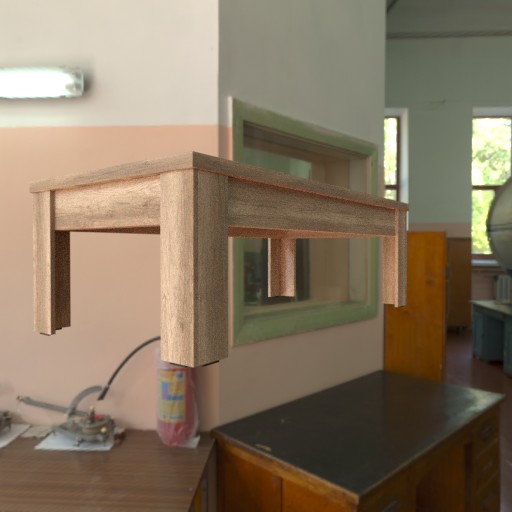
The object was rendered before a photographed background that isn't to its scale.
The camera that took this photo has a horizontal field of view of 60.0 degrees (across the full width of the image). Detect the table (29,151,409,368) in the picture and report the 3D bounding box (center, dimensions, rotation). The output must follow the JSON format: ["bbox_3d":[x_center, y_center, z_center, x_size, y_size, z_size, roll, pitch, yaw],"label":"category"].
[{"bbox_3d":[0.000,0.000,1.672,0.700,0.460,1.350,1,1,37],"label":"table"}]
